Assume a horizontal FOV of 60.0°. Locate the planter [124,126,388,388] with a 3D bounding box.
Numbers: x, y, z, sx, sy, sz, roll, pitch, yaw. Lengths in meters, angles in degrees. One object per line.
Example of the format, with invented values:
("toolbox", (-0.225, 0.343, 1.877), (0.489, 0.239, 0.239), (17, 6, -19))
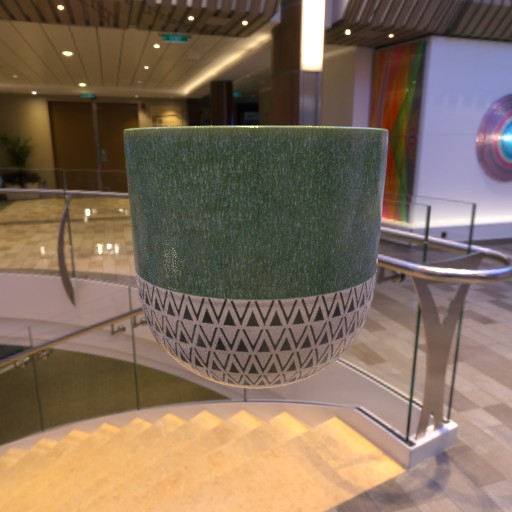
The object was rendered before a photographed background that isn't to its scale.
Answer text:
("planter", (0.000, 0.000, 0.495), (0.266, 0.270, 0.266), (0, 14, 0))
